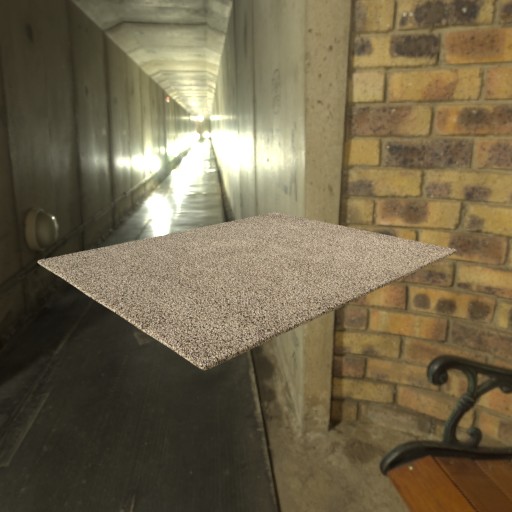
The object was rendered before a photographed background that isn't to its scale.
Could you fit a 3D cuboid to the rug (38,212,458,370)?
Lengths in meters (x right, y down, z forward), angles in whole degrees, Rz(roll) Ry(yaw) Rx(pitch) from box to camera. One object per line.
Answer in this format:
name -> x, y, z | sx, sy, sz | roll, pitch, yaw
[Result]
rug -> 0.000, 0.000, 4.084 | 3.047, 0.029, 2.438 | -16, 23, -41
